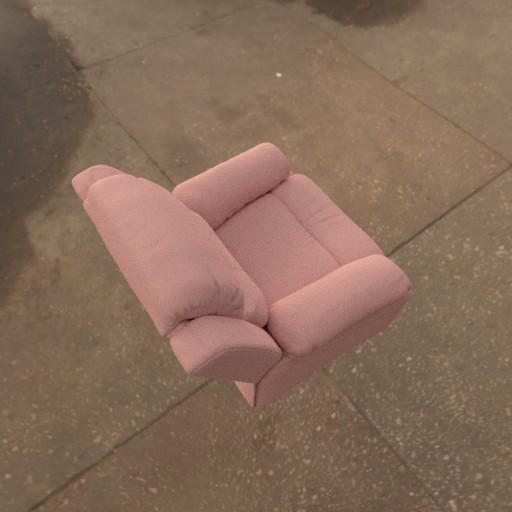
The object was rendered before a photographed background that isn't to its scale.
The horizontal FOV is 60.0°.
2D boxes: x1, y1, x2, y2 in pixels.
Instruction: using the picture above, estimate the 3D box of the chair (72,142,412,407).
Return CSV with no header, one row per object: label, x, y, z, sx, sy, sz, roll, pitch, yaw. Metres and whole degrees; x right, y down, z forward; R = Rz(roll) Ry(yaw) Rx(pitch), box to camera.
chair,0.000,0.000,1.273,0.709,0.702,0.680,-30,61,-18
